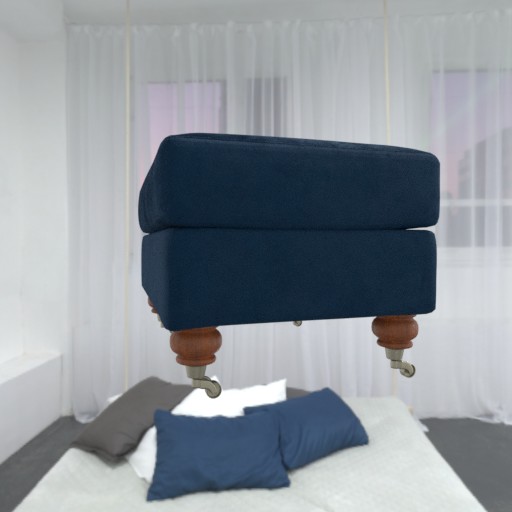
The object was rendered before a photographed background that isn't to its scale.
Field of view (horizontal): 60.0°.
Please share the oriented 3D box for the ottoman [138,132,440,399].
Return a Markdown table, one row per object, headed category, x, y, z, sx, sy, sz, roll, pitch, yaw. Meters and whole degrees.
| category | x | y | z | sx | sy | sz | roll | pitch | yaw |
| --- | --- | --- | --- | --- | --- | --- | --- | --- | --- |
| ottoman | 0.000 | 0.000 | 1.160 | 0.572 | 0.503 | 0.773 | -1 | 2 | -17 |
